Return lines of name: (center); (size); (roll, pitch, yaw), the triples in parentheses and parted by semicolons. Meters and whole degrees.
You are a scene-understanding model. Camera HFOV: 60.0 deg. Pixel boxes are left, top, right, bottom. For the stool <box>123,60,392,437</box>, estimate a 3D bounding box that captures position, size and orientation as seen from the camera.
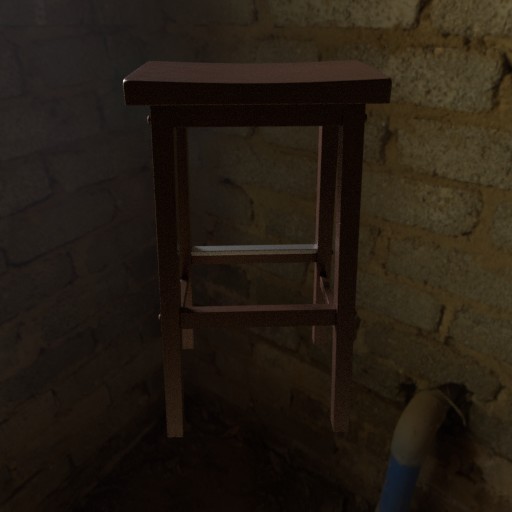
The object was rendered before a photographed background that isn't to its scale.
stool: (0.000, 0.000, 0.945); (0.406, 0.742, 0.322); (-1, 30, -2)
